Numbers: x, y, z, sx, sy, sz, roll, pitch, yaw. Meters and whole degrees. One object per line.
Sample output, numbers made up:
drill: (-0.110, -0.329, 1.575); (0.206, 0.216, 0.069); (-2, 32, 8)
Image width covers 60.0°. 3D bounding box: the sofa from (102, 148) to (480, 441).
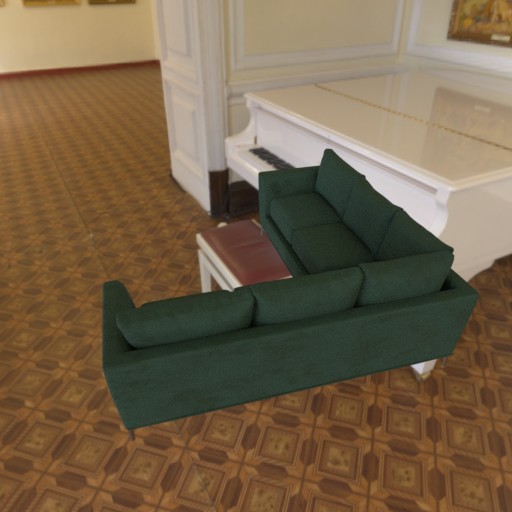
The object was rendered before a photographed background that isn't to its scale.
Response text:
sofa: (0.000, 0.000, 3.818); (2.452, 1.004, 2.468); (-9, 34, -13)
